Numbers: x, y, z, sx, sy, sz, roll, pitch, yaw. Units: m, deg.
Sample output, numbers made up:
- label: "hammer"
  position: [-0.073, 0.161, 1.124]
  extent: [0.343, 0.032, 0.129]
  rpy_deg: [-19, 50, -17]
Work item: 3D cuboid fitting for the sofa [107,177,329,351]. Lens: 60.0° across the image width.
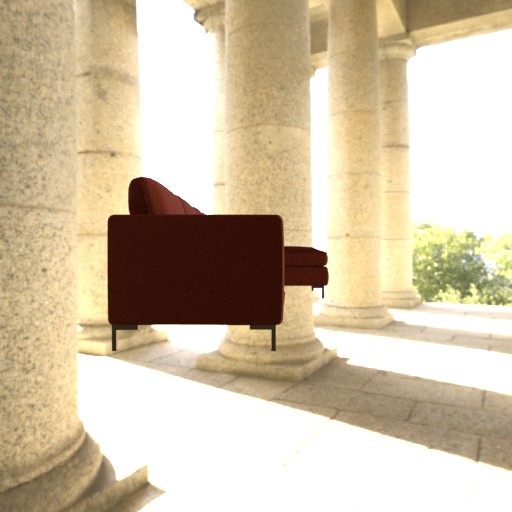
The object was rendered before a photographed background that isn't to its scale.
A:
- label: "sofa"
  position: [0.000, 0.000, 3.416]
  extent: [1.350, 0.810, 2.932]
  rpy_deg: [0, 1, 0]
